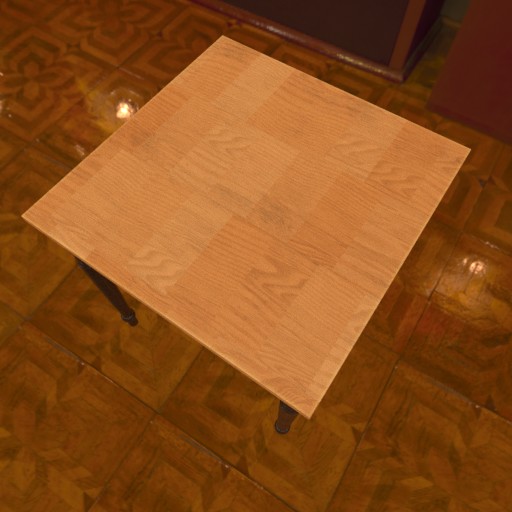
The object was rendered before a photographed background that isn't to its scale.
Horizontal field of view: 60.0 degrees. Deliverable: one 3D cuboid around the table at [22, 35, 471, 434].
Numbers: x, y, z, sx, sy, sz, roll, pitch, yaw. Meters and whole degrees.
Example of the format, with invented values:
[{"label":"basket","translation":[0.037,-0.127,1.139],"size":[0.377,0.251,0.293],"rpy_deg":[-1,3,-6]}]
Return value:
[{"label":"table","translation":[0.000,0.000,1.349],"size":[0.747,0.738,0.747],"rpy_deg":[31,66,15]}]
